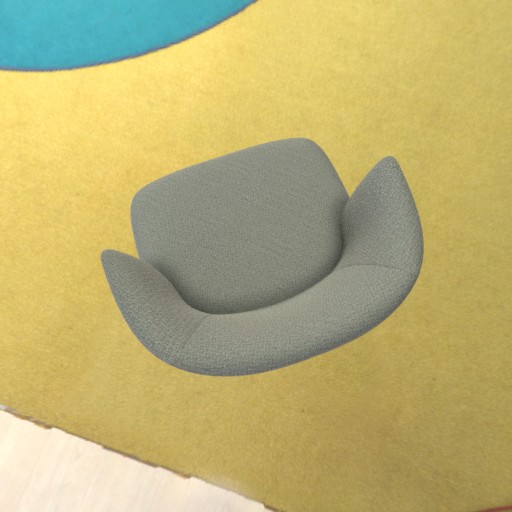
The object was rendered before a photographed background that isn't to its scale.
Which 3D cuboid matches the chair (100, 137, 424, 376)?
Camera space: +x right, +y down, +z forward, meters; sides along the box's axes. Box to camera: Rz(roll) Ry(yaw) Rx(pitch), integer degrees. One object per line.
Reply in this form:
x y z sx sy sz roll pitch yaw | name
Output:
0.000 0.000 1.294 0.700 0.760 0.660 -19 75 -5 | chair
